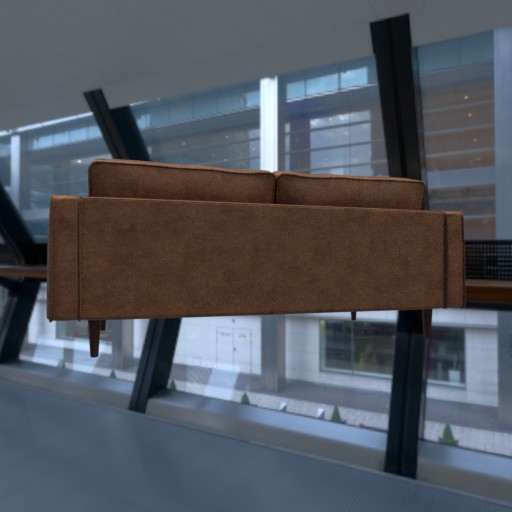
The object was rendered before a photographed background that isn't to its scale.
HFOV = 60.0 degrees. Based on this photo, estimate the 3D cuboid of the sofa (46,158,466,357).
[{"bbox_3d":[0.000,0.000,2.350,1.920,0.825,0.924,0,-1,-17],"label":"sofa"}]
